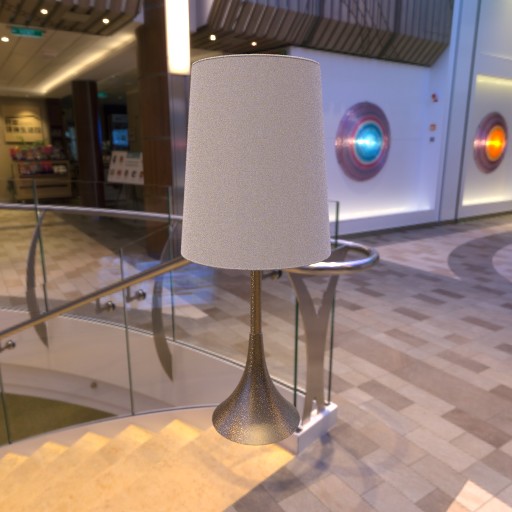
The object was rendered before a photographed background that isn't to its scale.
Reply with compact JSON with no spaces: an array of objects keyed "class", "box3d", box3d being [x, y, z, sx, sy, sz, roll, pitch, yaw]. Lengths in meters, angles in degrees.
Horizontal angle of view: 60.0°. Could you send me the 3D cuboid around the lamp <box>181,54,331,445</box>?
[{"class":"lamp","box3d":[0.000,0.000,0.692,0.231,0.569,0.231,0,14,0]}]
